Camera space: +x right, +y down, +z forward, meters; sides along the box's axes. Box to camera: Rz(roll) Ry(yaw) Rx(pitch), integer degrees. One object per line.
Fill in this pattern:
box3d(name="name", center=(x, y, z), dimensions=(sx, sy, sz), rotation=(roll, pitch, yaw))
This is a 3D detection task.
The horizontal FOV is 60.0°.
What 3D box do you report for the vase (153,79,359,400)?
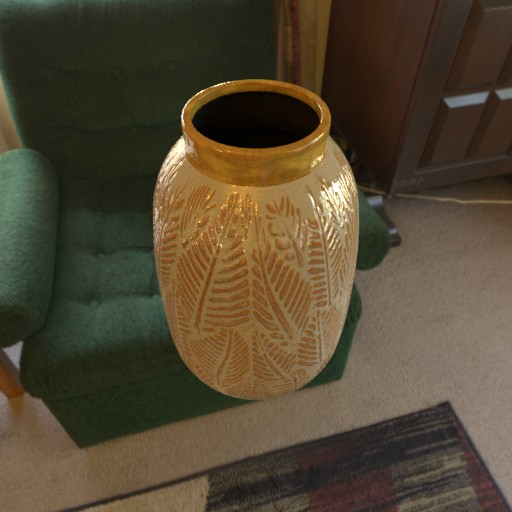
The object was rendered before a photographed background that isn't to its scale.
box3d(name="vase", center=(0.000, 0.000, 0.384), dimensions=(0.172, 0.270, 0.172), rotation=(0, 46, 0))
